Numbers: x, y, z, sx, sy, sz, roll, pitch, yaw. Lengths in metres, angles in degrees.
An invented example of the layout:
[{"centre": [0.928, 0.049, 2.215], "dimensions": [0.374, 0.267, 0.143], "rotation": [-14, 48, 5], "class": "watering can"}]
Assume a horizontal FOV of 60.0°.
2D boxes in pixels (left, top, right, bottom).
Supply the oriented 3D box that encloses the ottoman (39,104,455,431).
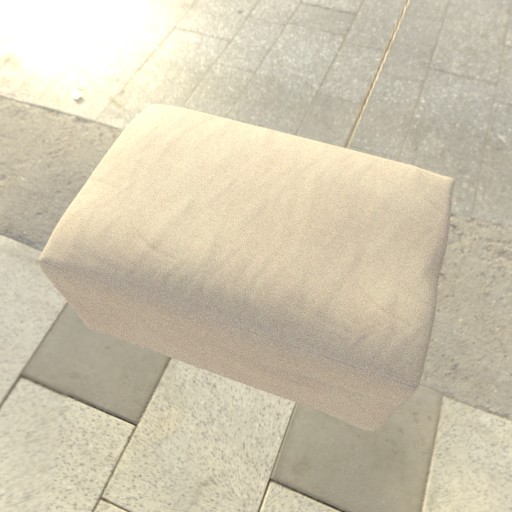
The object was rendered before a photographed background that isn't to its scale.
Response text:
[{"centre": [0.000, 0.000, 1.173], "dimensions": [0.872, 0.444, 0.590], "rotation": [17, 61, 10], "class": "ottoman"}]
